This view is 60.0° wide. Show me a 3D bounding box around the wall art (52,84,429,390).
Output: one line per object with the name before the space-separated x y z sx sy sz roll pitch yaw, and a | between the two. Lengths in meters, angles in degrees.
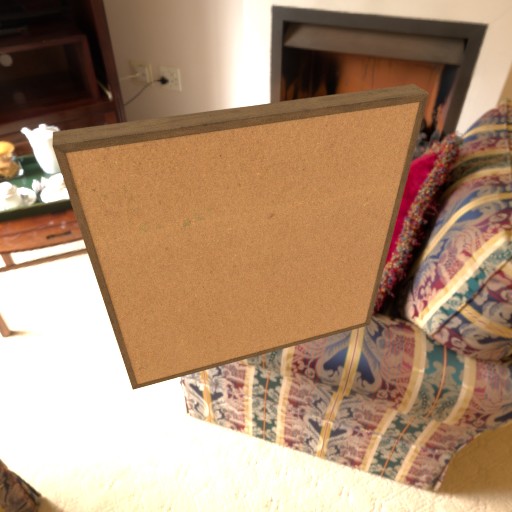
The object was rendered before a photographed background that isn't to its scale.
wall art | 0.000 0.000 0.752 0.508 0.508 0.038 -12 43 -14
